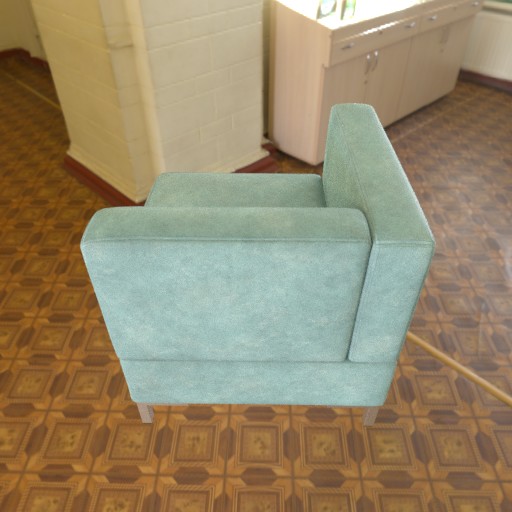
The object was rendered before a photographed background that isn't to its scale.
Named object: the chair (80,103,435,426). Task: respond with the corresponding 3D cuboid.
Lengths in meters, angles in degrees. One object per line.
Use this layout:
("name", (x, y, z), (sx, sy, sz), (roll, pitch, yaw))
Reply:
("chair", (0.000, 0.000, 1.249), (0.684, 0.660, 0.691), (1, 41, 1))
